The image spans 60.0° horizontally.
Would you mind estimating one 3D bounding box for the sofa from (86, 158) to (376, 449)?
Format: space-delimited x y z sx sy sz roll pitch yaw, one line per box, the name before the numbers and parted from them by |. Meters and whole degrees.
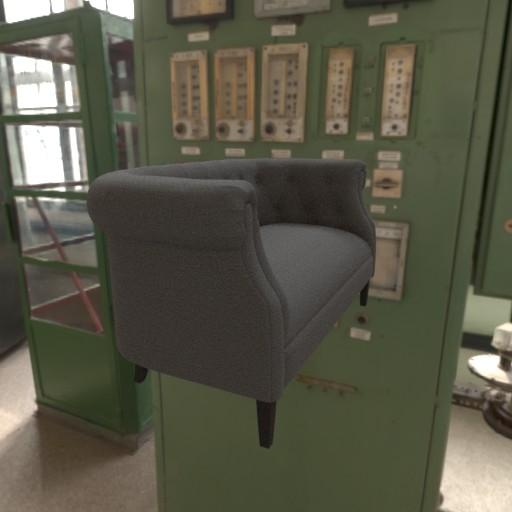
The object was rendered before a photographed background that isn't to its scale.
sofa | 0.000 0.000 2.031 0.835 0.827 1.558 7 17 25
